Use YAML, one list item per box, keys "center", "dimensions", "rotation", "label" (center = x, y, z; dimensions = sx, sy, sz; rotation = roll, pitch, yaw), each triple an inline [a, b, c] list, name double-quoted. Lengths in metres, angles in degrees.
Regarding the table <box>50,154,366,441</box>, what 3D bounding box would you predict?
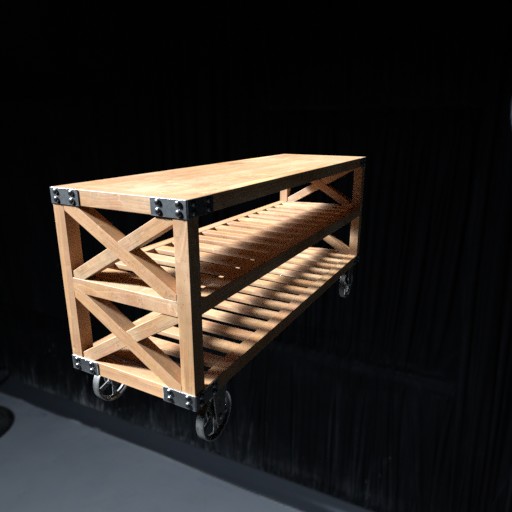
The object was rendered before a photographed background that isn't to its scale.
- center: [0.000, 0.000, 1.802]
  dimensions: [0.467, 0.711, 1.487]
  rotation: [9, 19, 27]
  label: "table"
